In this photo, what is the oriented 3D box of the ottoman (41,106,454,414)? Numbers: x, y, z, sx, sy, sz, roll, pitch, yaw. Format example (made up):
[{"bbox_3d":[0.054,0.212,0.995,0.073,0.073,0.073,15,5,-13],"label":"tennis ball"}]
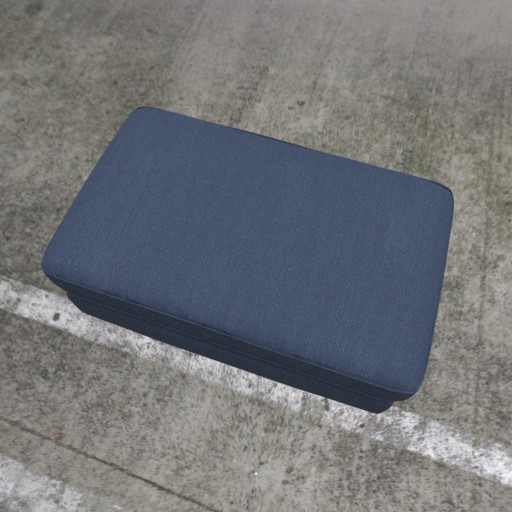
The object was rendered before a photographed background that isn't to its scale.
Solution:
[{"bbox_3d":[0.000,0.000,1.203,0.885,0.438,0.570,17,65,8],"label":"ottoman"}]
